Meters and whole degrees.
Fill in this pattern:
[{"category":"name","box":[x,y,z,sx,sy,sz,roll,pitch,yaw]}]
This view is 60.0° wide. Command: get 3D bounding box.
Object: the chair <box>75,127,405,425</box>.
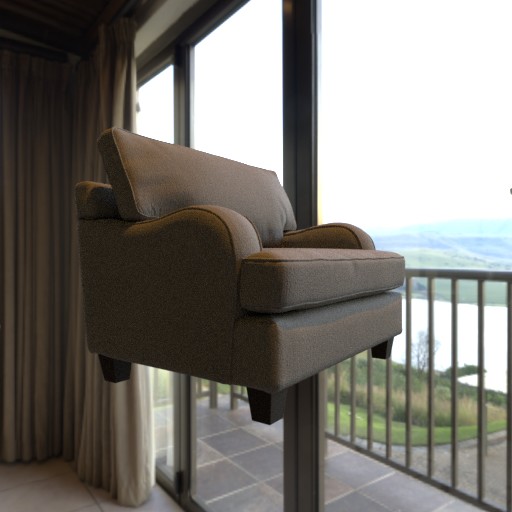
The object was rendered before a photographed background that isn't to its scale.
[{"category":"chair","box":[0.000,0.000,2.034,1.041,1.016,1.220,0,1,36]}]
